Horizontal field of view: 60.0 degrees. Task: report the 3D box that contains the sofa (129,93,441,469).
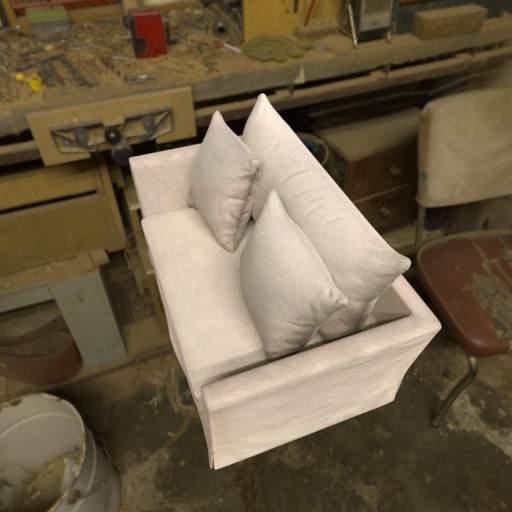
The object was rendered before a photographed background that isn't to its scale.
[{"bbox_3d":[0.000,0.000,2.286,1.035,1.040,1.608,-15,48,-14],"label":"sofa"}]
